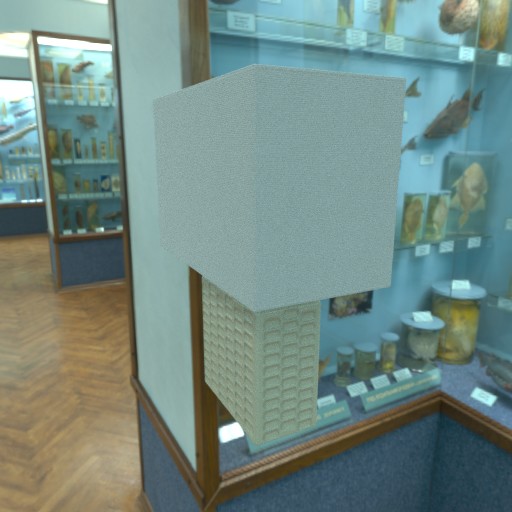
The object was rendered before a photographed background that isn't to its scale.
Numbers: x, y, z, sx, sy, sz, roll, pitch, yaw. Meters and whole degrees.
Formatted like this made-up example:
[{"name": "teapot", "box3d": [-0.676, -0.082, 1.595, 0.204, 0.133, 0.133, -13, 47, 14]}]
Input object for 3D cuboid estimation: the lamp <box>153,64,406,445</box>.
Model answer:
[{"name": "lamp", "box3d": [0.000, 0.000, 0.694, 0.200, 0.515, 0.380, -7, 16, -26]}]
